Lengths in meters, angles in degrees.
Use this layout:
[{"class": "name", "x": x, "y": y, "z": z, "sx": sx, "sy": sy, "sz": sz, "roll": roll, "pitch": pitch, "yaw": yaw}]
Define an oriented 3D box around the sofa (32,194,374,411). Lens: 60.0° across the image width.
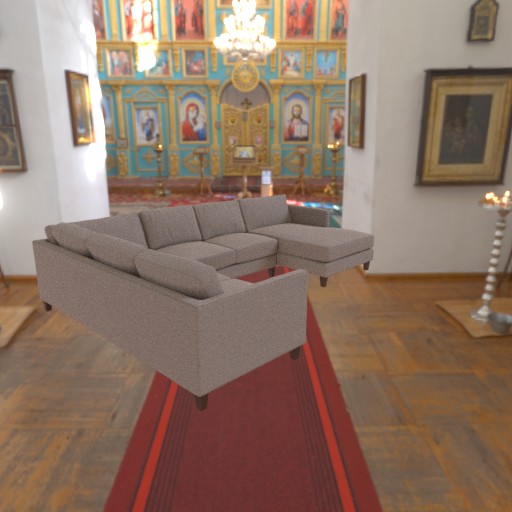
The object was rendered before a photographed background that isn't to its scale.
[{"class": "sofa", "x": 0.000, "y": 0.000, "z": 4.499, "sx": 2.424, "sy": 0.865, "sz": 3.438, "roll": 14, "pitch": 20, "yaw": 42}]
